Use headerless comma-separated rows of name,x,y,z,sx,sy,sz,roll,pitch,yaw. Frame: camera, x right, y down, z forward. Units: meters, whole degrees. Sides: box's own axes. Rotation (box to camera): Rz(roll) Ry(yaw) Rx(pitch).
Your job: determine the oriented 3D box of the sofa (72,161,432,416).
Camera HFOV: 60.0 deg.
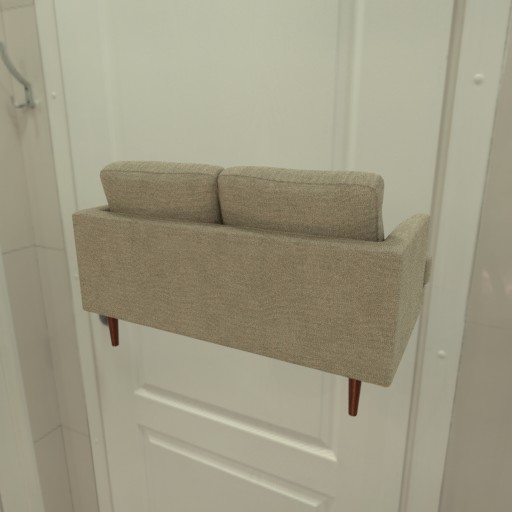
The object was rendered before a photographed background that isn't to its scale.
sofa,0.000,0.000,2.229,1.582,0.944,0.903,8,18,26
